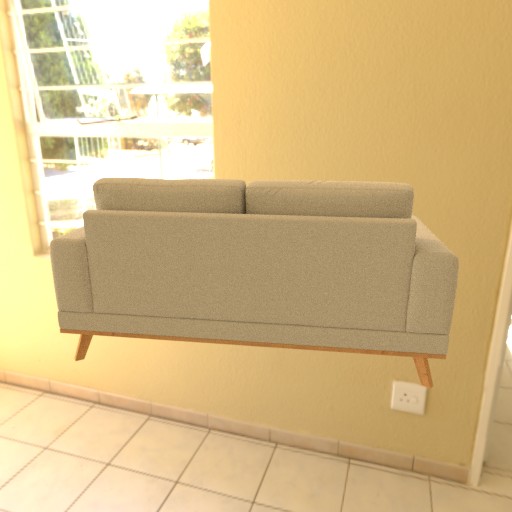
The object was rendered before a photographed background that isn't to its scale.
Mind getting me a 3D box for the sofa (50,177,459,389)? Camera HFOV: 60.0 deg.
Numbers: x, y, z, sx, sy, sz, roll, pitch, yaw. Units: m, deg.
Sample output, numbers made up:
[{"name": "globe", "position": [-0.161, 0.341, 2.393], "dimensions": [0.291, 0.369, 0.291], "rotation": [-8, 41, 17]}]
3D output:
[{"name": "sofa", "position": [0.000, 0.000, 2.160], "dimensions": [1.651, 0.810, 0.915], "rotation": [2, 17, 8]}]
